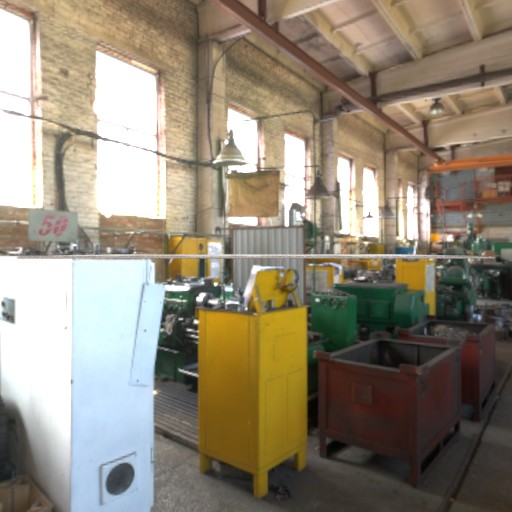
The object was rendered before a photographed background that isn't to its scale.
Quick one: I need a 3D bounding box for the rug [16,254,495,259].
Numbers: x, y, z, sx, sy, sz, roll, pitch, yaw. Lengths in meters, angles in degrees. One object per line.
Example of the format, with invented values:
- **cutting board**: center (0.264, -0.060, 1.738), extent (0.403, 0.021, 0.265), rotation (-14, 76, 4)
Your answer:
- **rug**: center (0.000, 0.000, 3.019), extent (2.431, 0.012, 1.536), rotation (0, 1, 1)
